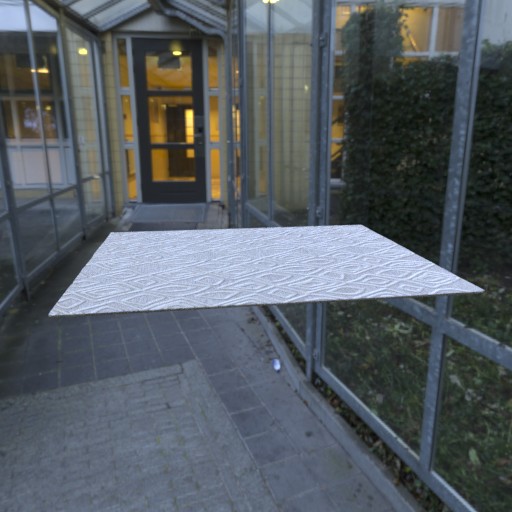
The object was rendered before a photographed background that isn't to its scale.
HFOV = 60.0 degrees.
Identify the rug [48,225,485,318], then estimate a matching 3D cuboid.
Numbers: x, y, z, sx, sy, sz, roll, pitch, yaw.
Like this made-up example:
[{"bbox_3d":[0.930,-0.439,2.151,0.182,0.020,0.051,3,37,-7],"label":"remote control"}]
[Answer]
[{"bbox_3d":[0.000,0.000,4.188,3.049,0.025,2.449,-2,16,-8],"label":"rug"}]
